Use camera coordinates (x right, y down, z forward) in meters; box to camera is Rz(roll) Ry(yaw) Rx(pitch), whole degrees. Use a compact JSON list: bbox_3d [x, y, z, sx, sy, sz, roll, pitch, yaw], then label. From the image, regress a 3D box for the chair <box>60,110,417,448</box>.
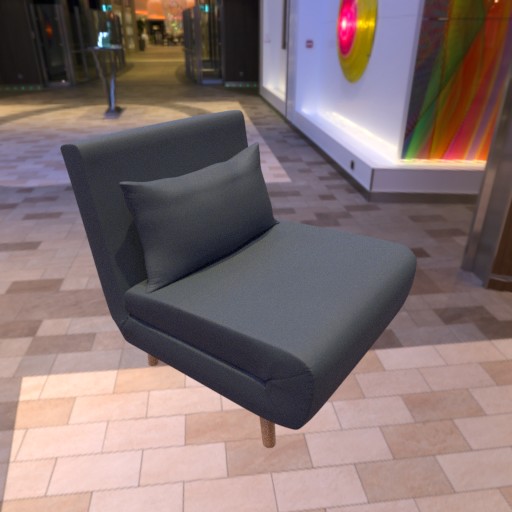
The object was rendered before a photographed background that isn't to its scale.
[{"bbox_3d":[0.000,0.000,1.503,0.900,0.808,0.770,19,32,32],"label":"chair"}]
